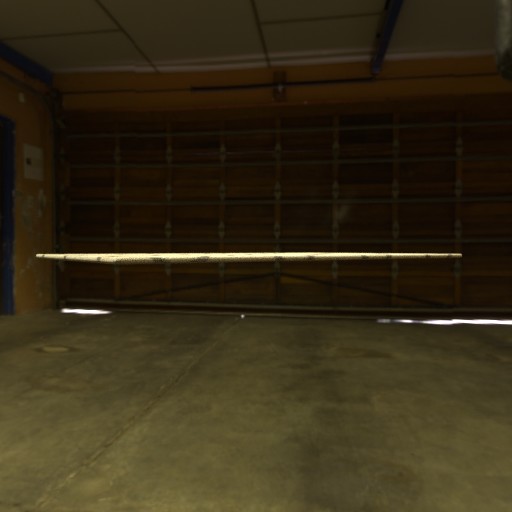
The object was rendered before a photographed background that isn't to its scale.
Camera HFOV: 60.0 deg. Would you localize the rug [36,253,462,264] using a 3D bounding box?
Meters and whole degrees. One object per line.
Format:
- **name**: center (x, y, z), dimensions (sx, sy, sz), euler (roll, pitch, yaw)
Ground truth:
- **rug**: center (0.000, 0.000, 2.883), dimensions (2.348, 0.024, 1.501), euler (-1, 1, -36)
